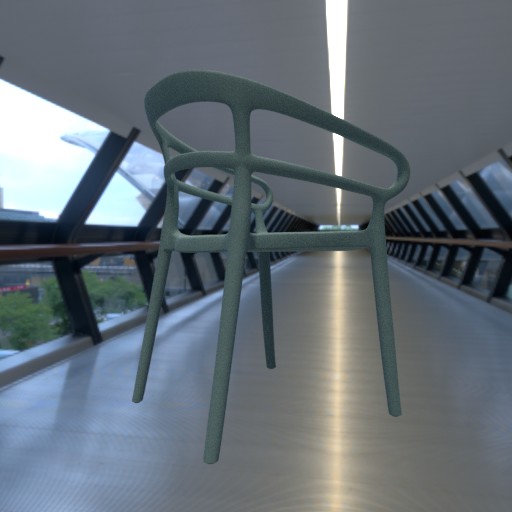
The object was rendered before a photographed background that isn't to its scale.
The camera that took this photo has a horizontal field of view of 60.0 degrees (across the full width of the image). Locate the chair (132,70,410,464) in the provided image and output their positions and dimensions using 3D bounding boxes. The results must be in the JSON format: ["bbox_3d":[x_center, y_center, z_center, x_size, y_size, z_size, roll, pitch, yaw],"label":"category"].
[{"bbox_3d":[0.000,0.000,1.119,0.527,0.761,0.559,-1,2,-35],"label":"chair"}]
